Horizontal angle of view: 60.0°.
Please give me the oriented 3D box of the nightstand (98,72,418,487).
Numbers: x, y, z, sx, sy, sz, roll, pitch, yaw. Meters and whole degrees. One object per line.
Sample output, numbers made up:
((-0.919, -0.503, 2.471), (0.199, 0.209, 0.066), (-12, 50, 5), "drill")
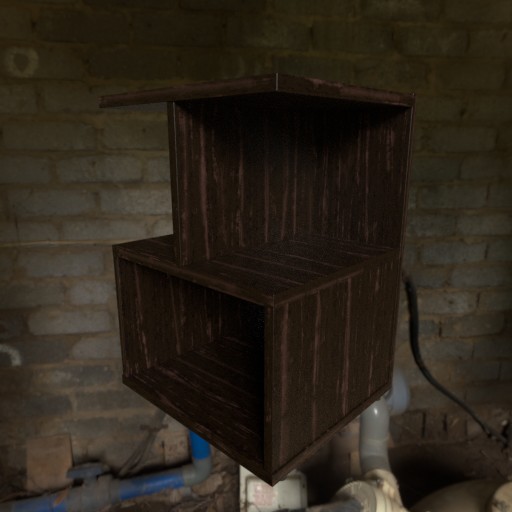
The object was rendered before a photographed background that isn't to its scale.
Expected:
((0.000, 0.000, 0.812), (0.400, 0.559, 0.356), (14, 20, 42), "nightstand")
